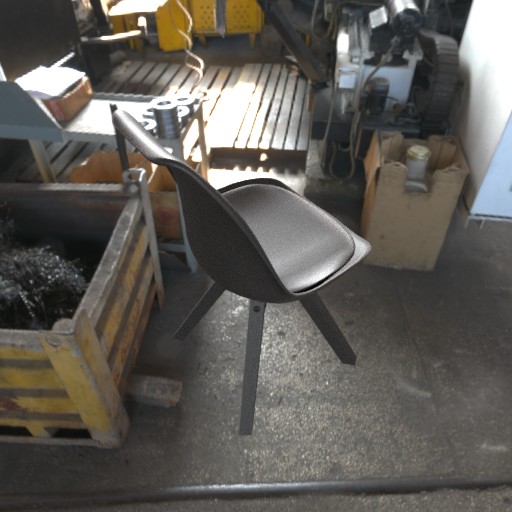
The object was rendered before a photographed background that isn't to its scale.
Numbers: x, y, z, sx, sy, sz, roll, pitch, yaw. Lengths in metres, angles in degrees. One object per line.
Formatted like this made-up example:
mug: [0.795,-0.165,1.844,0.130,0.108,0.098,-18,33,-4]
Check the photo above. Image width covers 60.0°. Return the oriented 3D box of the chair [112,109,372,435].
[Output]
chair: [0.000,0.000,1.186,0.550,0.850,0.485,-25,47,-25]
